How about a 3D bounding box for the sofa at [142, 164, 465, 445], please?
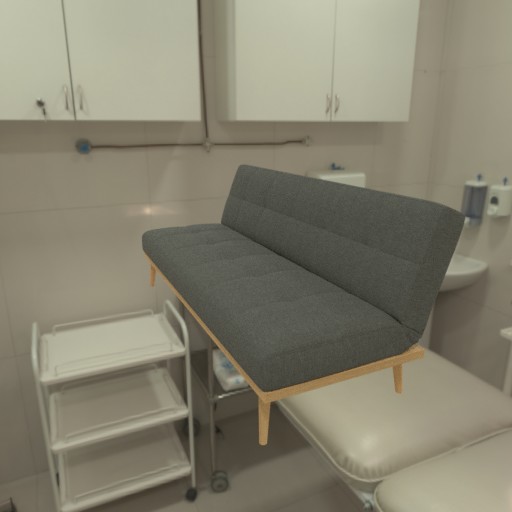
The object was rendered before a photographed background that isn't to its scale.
[{"bbox_3d":[0.000,0.000,2.270,0.820,0.770,1.820,-8,18,-24],"label":"sofa"}]
